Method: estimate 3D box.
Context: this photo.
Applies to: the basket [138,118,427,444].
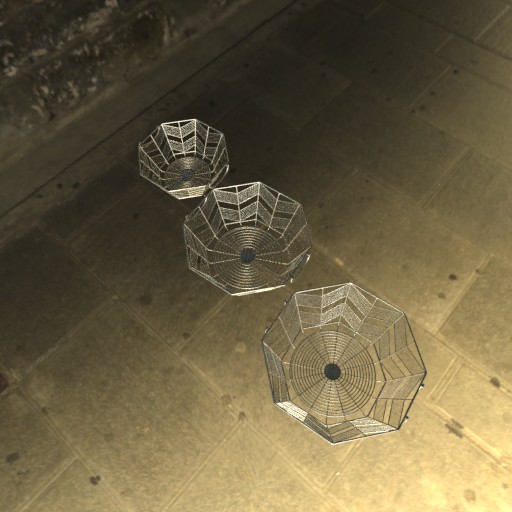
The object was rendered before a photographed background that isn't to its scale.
[{"bbox_3d":[0.000,0.000,1.385,0.432,0.178,1.246,-30,66,-15],"label":"basket"}]
